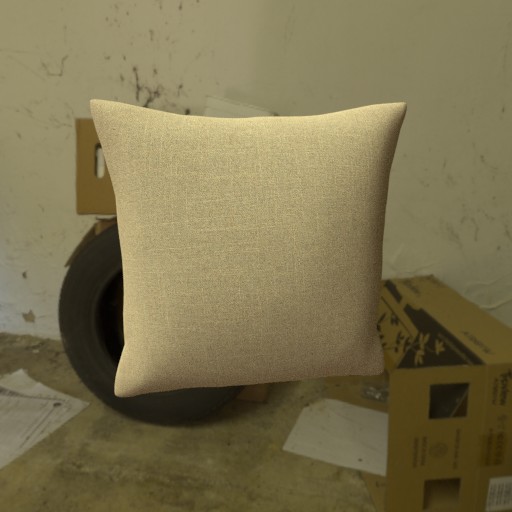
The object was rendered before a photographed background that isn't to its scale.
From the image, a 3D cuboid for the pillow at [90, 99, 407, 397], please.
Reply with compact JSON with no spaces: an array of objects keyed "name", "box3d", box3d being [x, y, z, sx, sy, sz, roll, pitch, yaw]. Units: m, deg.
[{"name":"pillow","box3d":[0.000,0.000,0.765,0.512,0.506,0.178,-2,16,-9]}]
